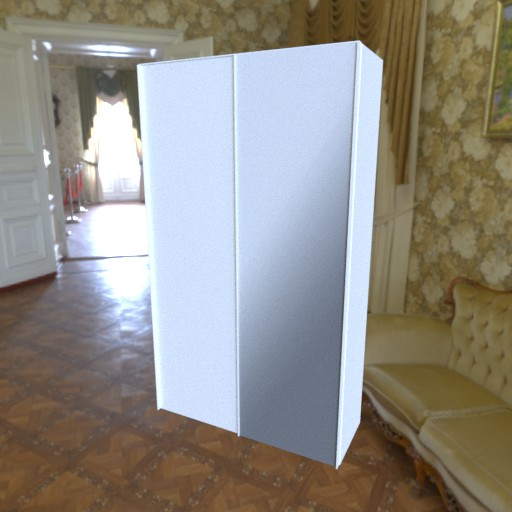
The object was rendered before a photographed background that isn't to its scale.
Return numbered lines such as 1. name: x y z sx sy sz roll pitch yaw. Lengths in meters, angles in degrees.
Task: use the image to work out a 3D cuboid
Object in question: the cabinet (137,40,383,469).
1. cabinet: 0.000 0.000 2.647 1.250 2.160 0.480 7 15 26
